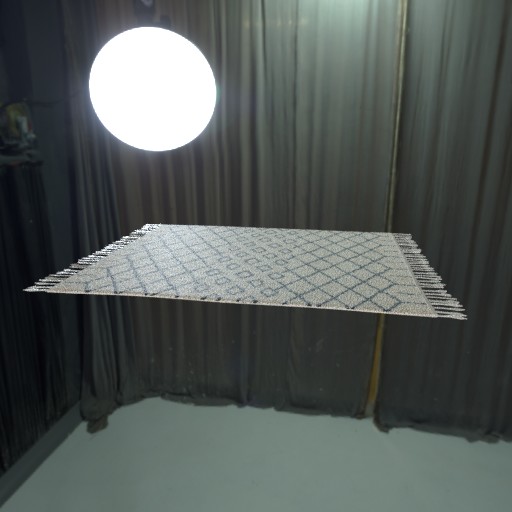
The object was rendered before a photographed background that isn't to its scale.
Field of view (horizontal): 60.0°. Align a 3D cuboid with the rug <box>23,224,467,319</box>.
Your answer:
[{"bbox_3d":[0.000,0.000,4.230,3.213,0.030,2.388,3,16,9],"label":"rug"}]
